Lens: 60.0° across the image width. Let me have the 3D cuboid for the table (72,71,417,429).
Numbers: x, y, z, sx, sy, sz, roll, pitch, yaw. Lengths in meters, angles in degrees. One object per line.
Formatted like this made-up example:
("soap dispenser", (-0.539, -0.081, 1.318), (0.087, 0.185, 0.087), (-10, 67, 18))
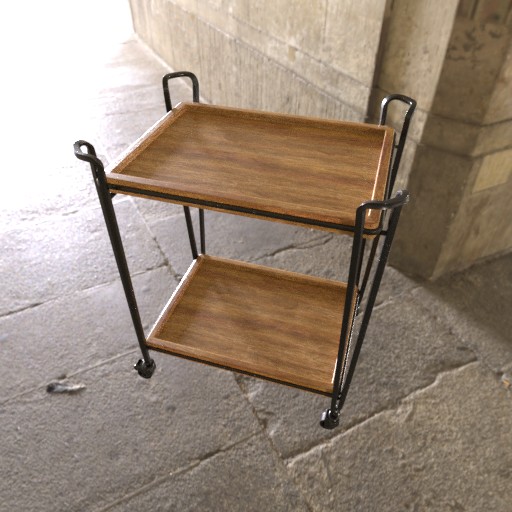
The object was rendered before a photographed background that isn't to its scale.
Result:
("table", (0.000, 0.000, 1.228), (0.672, 0.785, 0.505), (11, 42, 13))
